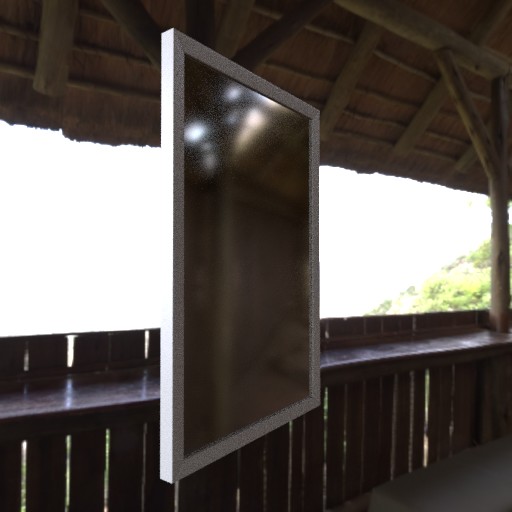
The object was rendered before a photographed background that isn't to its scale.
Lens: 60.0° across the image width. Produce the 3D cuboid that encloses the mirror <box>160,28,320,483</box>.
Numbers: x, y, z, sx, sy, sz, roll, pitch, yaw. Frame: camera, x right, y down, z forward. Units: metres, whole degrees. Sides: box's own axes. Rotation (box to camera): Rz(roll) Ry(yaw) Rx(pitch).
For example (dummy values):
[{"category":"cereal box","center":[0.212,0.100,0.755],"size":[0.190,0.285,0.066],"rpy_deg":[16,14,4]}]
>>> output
[{"category":"mirror","center":[0.000,0.000,1.144],"size":[0.041,0.914,0.609],"rpy_deg":[-1,-1,37]}]
